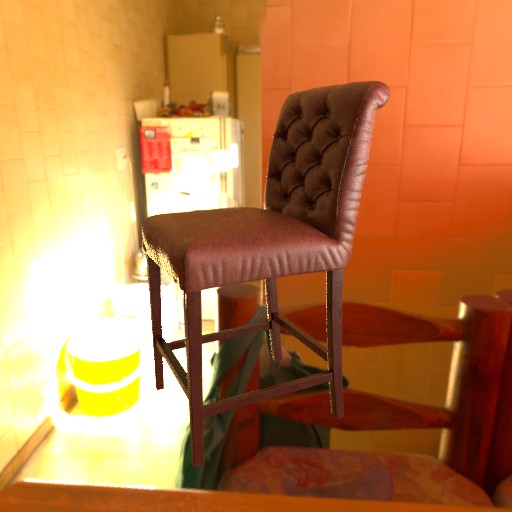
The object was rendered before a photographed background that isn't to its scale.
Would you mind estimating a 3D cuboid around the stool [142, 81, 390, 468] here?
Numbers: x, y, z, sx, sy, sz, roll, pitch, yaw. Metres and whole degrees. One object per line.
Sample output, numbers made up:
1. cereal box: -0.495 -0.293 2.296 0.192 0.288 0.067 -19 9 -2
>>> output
1. stool: 0.000 0.000 1.472 0.660 1.084 0.486 -8 17 -25
